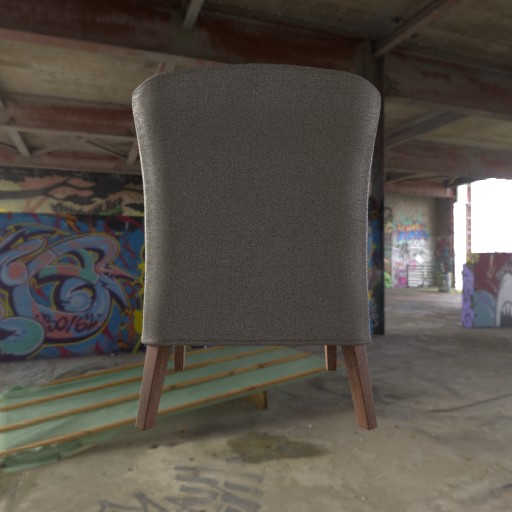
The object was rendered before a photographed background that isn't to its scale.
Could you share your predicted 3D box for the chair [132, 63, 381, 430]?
[{"bbox_3d":[0.000,0.000,1.211,0.600,0.771,0.668,0,0,0],"label":"chair"}]
